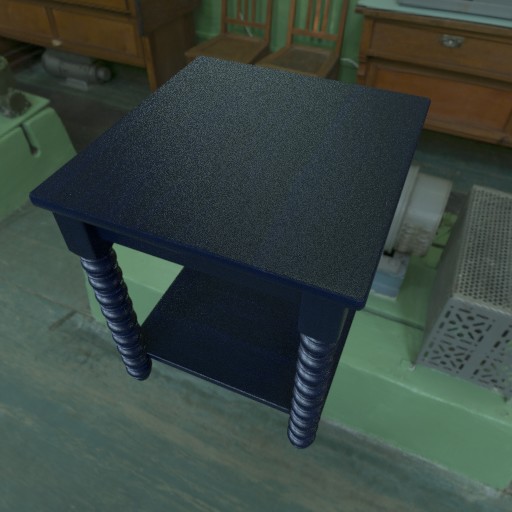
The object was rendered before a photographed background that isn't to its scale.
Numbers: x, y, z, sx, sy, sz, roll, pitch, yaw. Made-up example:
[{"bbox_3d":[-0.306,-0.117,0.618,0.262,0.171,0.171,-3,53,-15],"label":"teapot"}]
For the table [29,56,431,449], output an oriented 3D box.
[{"bbox_3d":[0.000,0.000,0.948,0.500,0.567,0.533,17,49,16],"label":"table"}]
